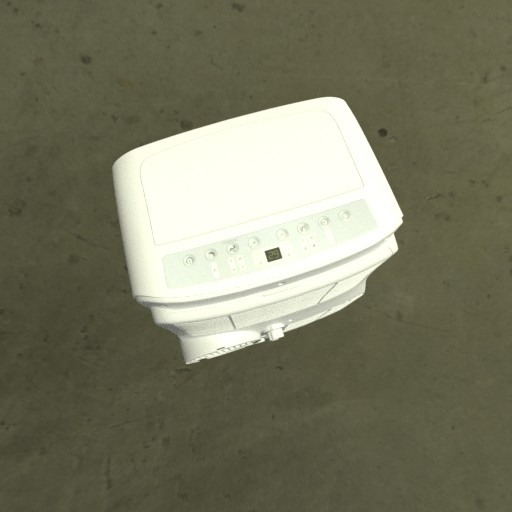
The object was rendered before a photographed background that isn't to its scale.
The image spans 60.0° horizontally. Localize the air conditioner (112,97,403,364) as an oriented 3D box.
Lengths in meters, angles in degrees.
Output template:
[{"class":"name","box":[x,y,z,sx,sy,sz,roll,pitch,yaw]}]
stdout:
[{"class":"air conditioner","box":[0.000,0.000,0.967,0.454,0.700,0.365,-17,77,-4]}]
